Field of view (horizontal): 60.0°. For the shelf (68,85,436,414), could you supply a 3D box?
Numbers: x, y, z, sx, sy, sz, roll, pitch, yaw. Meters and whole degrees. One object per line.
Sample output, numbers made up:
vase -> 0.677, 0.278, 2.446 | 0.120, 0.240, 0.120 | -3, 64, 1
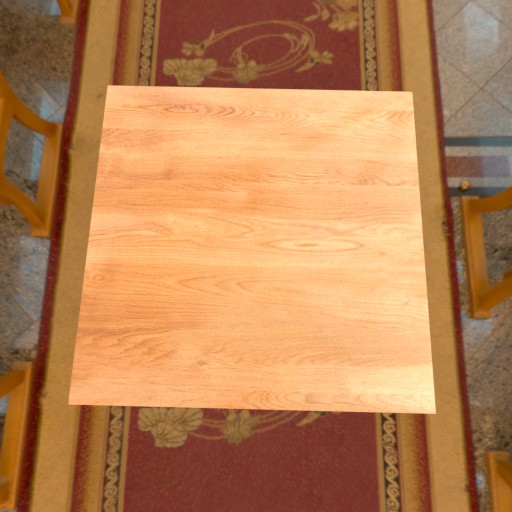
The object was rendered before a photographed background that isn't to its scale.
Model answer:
shelf -> 0.000, 0.000, 1.428 | 0.899, 0.480, 0.899 | 1, 75, 0
